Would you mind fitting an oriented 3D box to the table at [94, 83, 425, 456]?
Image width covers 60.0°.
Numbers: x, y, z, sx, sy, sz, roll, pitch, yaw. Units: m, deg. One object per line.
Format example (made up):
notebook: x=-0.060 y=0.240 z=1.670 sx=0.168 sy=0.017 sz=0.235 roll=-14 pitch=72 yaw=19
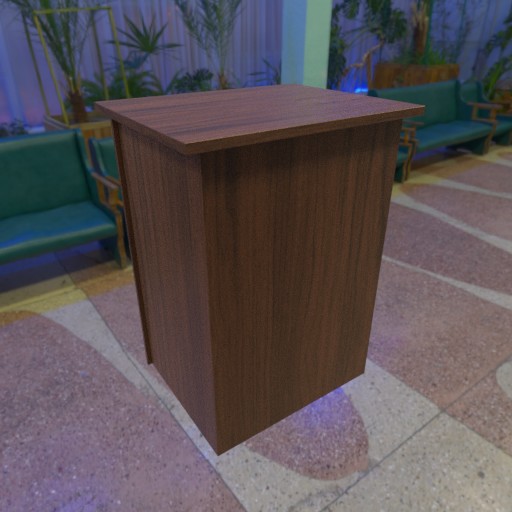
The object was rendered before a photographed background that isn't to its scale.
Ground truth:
table: x=0.000 y=0.000 z=0.966 sx=0.480 sy=0.636 sz=0.381 roll=-18 pitch=33 yaw=-30
